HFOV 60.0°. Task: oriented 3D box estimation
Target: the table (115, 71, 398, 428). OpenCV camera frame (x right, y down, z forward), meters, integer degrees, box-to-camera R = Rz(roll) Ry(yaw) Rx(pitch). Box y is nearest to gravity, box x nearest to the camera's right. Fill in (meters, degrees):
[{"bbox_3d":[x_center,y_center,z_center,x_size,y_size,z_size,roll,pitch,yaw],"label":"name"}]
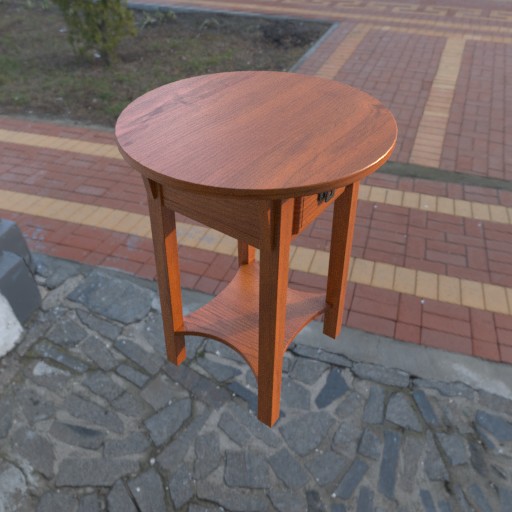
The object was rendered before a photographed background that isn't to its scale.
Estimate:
[{"bbox_3d":[0.000,0.000,0.933,0.457,0.610,0.457,0,40,0],"label":"table"}]
